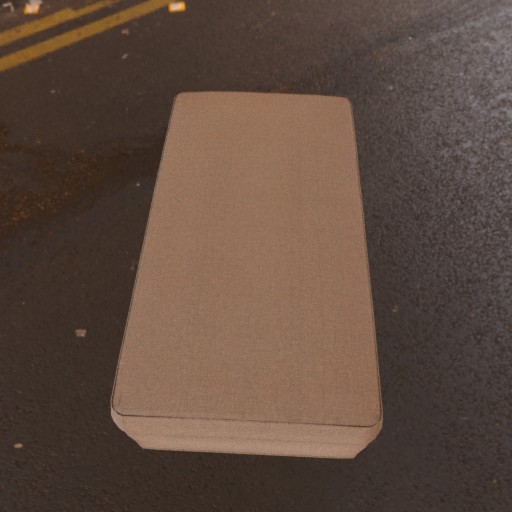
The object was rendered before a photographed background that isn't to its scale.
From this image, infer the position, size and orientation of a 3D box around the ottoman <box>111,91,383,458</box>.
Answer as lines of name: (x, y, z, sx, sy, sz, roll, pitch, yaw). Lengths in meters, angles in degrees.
ottoman: (0.000, 0.000, 1.383, 0.617, 0.448, 1.097, 2, 58, 1)
